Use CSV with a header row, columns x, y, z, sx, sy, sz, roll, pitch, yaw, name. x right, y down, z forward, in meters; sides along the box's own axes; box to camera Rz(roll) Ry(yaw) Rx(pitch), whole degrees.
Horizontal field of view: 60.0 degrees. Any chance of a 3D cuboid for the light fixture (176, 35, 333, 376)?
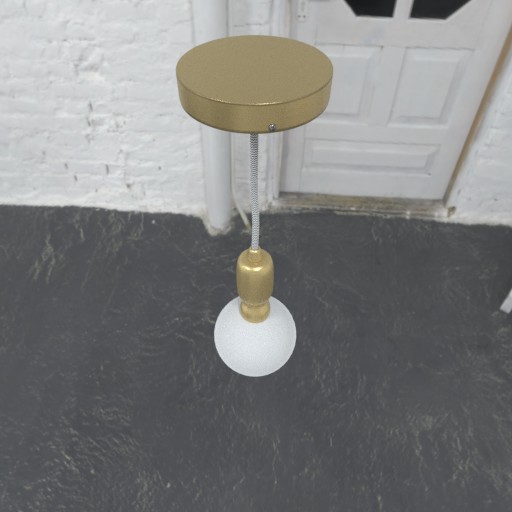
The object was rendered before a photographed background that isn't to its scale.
x,y,z,sx,sy,sz,roll,pitch,yaw,name
0.000,0.000,0.591,0.146,0.510,0.147,-14,49,-13,light fixture
